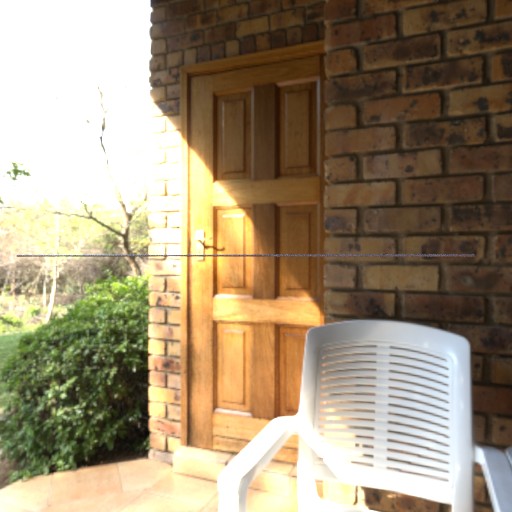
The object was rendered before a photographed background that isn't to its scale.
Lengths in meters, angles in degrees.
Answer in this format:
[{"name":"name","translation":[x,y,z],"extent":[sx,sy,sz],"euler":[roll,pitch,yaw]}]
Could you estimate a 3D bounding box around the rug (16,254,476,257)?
[{"name":"rug","translation":[0.000,0.000,2.253],"extent":[1.829,0.009,1.219],"euler":[0,0,17]}]
